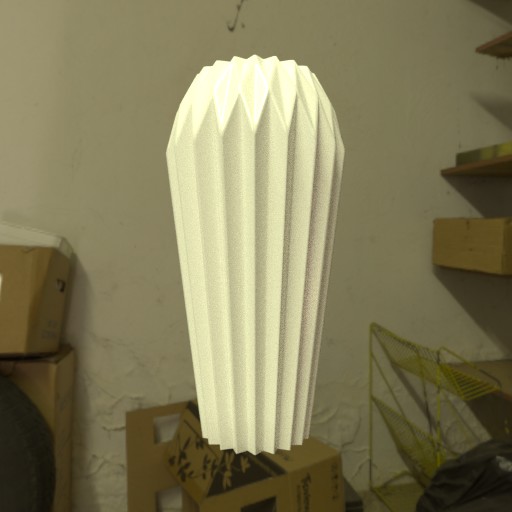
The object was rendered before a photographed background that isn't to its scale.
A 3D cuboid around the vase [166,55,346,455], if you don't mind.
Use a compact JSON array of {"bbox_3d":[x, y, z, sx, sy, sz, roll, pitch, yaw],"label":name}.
[{"bbox_3d":[0.000,0.000,0.333,0.133,0.263,0.133,0,0,0],"label":"vase"}]
